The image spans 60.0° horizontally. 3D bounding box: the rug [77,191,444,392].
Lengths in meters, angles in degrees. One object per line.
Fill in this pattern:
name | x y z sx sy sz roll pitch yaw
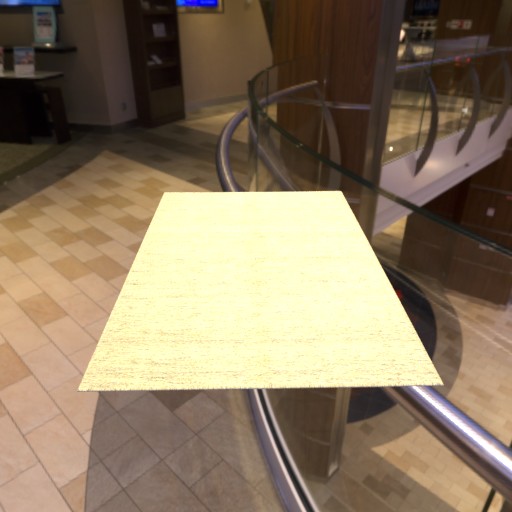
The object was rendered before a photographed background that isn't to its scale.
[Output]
rug | 0.000 0.000 2.313 1.250 0.015 1.850 -1 29 -1
